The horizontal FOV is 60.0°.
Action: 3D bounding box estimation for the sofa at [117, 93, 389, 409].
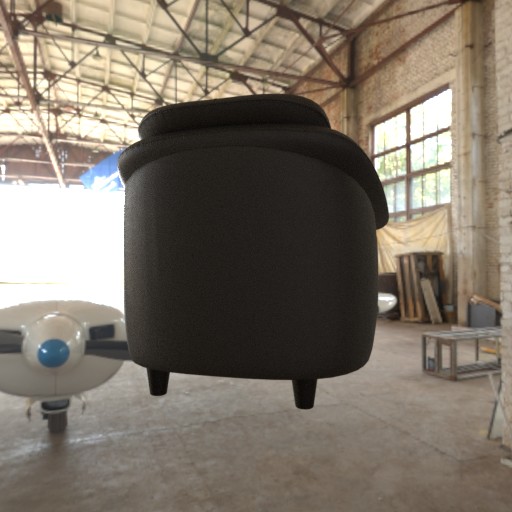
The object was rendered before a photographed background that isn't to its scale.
[{"bbox_3d":[0.000,0.000,1.504,0.870,0.811,0.794,0,-1,16],"label":"sofa"}]
